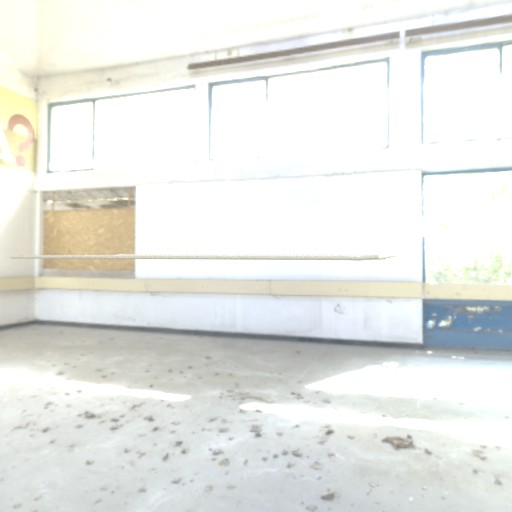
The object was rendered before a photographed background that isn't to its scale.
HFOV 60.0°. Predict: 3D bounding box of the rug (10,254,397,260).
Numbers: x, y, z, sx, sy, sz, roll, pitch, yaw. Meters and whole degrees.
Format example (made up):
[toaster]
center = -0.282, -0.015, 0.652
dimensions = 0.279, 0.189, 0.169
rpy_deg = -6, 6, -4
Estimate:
[rug]
center = 0.000, 0.000, 4.661
dimensions = 2.734, 0.037, 3.659
rpy_deg = 0, 0, 19
